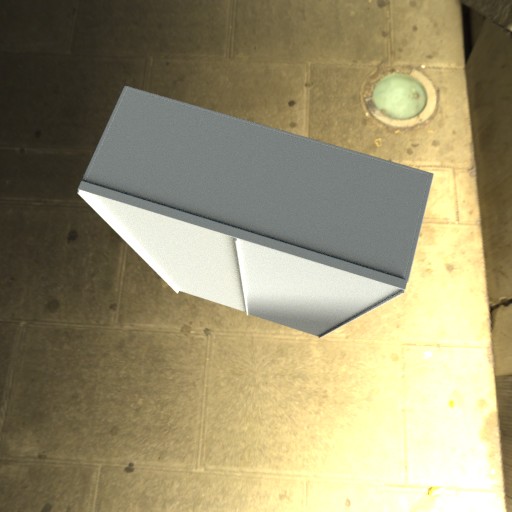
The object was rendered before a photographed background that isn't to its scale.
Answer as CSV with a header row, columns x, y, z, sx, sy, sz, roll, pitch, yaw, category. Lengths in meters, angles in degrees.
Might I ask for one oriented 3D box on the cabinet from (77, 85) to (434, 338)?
x,y,z,sx,sy,sz,roll,pitch,yaw,category
0.000,0.000,2.691,1.250,2.160,0.480,17,76,4,cabinet
